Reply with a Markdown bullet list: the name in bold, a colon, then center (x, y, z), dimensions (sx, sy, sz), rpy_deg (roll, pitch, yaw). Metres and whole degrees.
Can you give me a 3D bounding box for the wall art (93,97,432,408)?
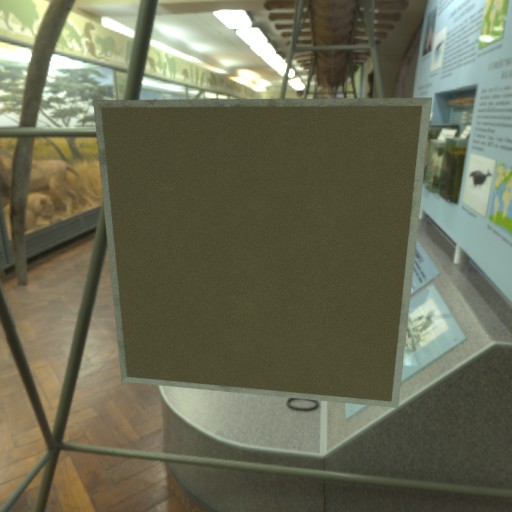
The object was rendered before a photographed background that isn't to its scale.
- **wall art**: center (0.000, 0.000, 0.456), dimensions (0.305, 0.303, 0.038), rpy_deg (3, 17, 9)
